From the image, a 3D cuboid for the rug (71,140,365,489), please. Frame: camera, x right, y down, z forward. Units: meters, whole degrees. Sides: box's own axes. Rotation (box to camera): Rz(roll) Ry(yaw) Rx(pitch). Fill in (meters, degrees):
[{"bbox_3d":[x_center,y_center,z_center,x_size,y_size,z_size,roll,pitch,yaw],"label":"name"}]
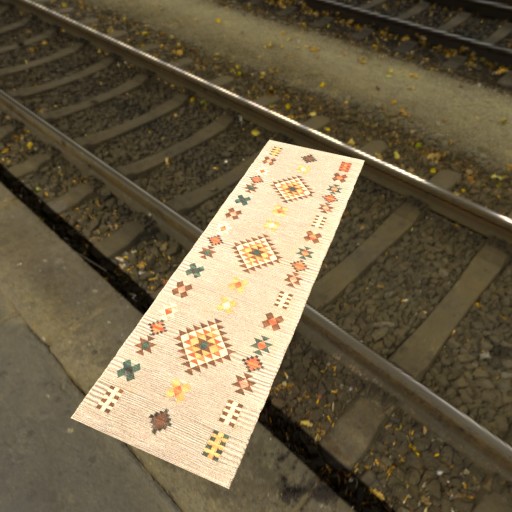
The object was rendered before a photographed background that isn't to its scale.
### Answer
[{"bbox_3d":[0.000,0.000,2.621,0.766,0.008,2.432,16,48,15],"label":"rug"}]
